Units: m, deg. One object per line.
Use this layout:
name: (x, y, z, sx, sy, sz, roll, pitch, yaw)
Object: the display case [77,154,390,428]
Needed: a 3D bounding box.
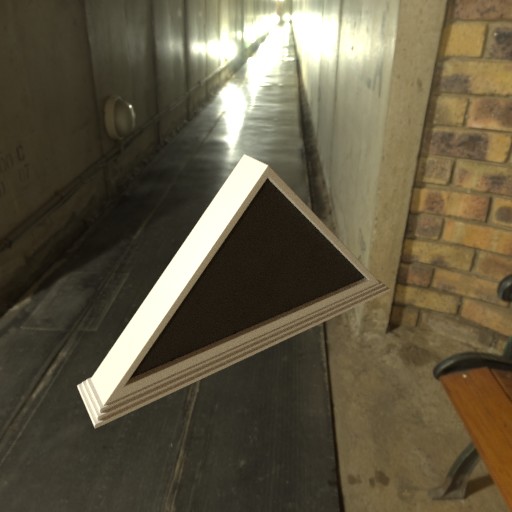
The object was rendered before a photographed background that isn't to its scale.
display case: (0.000, 0.000, 0.761, 0.640, 0.340, 0.095, -19, 35, -29)
